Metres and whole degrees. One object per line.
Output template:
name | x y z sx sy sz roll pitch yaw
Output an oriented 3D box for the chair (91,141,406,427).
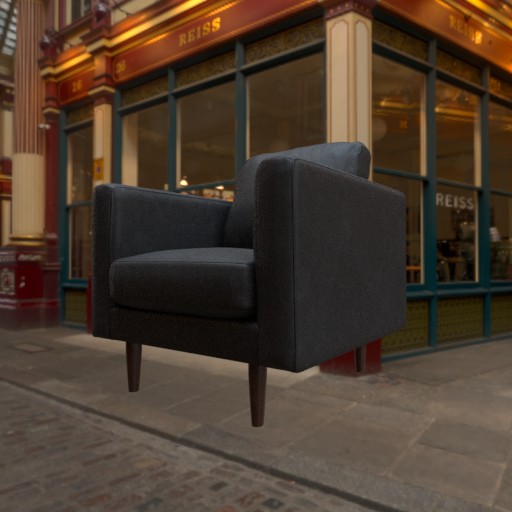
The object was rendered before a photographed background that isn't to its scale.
chair | 0.000 0.000 1.601 0.831 0.898 0.879 0 0 36
